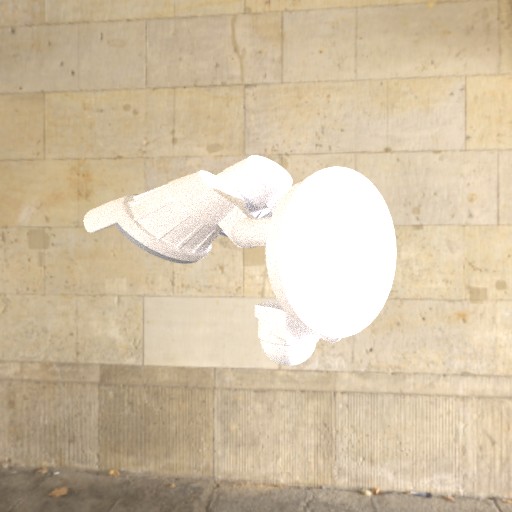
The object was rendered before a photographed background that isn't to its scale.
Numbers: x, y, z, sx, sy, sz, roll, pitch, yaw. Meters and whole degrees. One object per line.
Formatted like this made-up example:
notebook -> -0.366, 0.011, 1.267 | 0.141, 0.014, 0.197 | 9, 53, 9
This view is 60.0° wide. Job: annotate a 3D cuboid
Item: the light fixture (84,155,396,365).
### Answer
light fixture -> 0.000, 0.000, 0.530 | 0.369, 0.237, 0.278 | 0, 0, -37
